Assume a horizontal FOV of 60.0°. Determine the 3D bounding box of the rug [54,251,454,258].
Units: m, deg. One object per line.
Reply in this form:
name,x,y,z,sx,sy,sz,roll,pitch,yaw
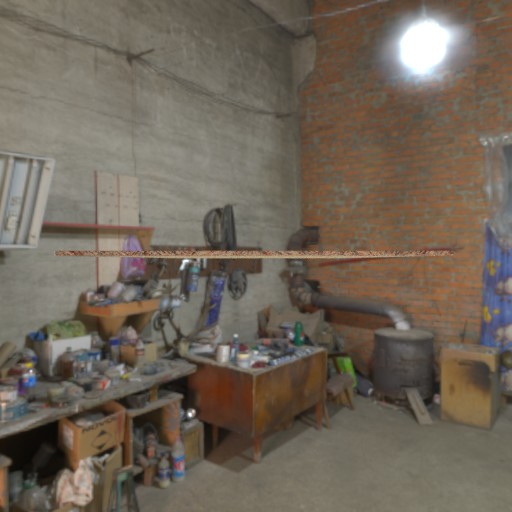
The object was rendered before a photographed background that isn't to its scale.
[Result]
rug,0.000,0.000,2.826,1.523,0.019,2.285,0,-1,0
